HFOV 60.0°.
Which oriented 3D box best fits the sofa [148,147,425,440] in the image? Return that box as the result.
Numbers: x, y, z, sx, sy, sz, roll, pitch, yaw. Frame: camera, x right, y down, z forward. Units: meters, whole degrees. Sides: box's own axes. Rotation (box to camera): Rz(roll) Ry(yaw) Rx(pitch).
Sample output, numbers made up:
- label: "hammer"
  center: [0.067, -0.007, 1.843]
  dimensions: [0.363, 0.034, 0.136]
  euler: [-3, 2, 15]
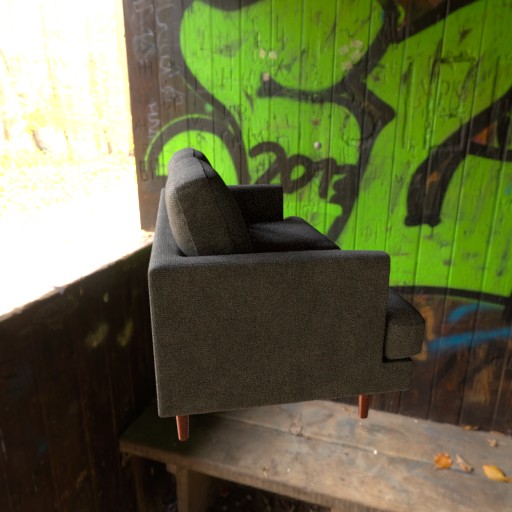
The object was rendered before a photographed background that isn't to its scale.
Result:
- label: "sofa"
  center: [0.000, 0.000, 2.123]
  dimensions: [0.903, 0.956, 1.582]
  euler: [-3, 18, -10]
